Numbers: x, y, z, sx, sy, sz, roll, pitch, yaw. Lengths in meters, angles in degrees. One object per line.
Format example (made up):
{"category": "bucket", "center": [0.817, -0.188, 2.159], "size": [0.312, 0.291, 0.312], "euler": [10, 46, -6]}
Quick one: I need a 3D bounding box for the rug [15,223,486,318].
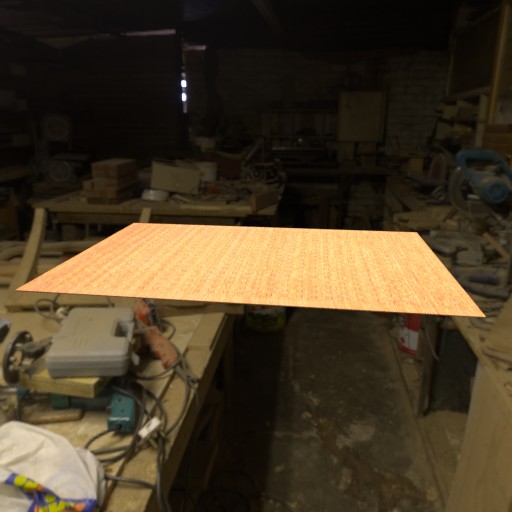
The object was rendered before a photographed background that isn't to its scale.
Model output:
{"category": "rug", "center": [0.000, 0.000, 2.848], "size": [2.285, 0.006, 1.524], "euler": [2, 18, 8]}
